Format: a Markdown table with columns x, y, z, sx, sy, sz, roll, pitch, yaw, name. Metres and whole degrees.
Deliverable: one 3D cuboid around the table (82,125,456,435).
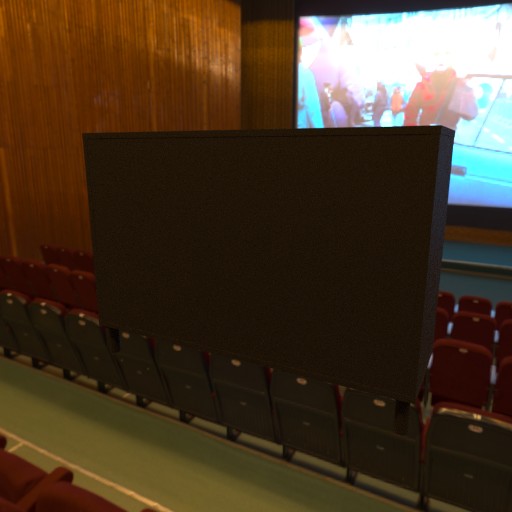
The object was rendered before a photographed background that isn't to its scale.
| x | y | z | sx | sy | sz | roll | pitch | yaw | name |
| --- | --- | --- | --- | --- | --- | --- | --- | --- | --- |
| 0.000 | 0.000 | 1.586 | 1.200 | 0.855 | 0.400 | 7 | 15 | 27 | table |
